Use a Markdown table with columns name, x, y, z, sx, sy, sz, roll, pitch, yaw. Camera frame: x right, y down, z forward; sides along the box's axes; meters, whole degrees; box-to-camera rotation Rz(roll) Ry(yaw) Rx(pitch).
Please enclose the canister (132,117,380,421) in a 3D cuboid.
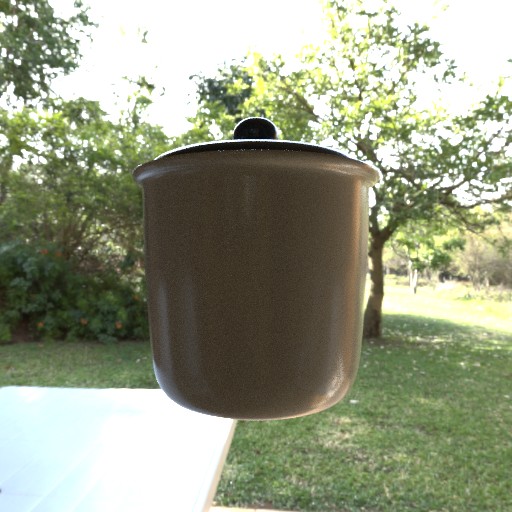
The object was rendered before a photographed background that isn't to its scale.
| name | x | y | z | sx | sy | sz | roll | pitch | yaw |
| --- | --- | --- | --- | --- | --- | --- | --- | --- | --- |
| canister | 0.000 | 0.000 | 0.337 | 0.182 | 0.208 | 0.182 | 0 | 0 | 0 |
